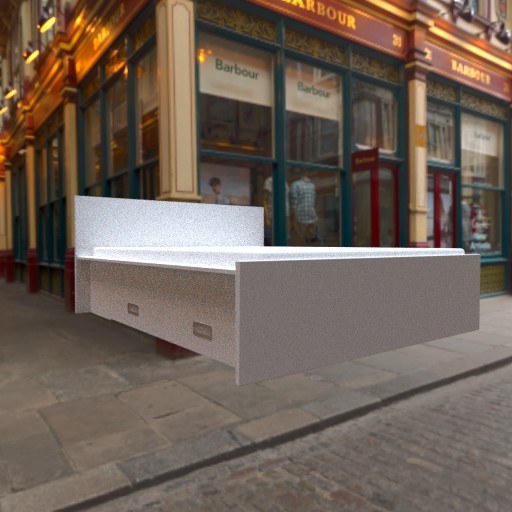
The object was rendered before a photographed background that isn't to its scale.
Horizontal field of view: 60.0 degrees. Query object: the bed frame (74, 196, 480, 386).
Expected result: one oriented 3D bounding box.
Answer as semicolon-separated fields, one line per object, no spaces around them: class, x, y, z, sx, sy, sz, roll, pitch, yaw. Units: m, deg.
bed frame;0.000;0.000;2.736;1.622;0.800;1.960;-1;2;-37
